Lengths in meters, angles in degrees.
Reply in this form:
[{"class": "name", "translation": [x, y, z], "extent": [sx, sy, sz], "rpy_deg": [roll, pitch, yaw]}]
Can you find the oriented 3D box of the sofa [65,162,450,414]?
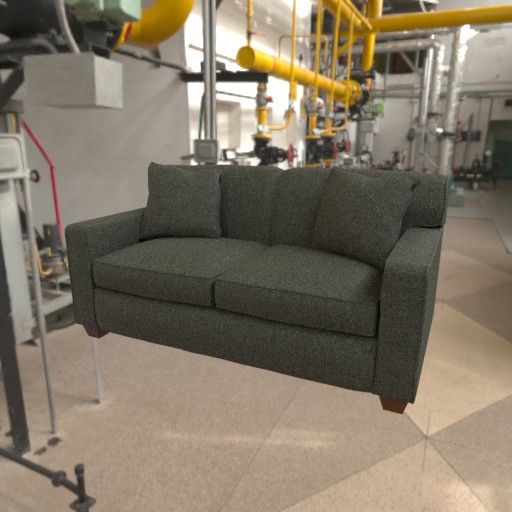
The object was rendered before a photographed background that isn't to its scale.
[{"class": "sofa", "translation": [0.000, 0.000, 2.427], "extent": [1.846, 0.958, 0.998], "rpy_deg": [7, 17, 24]}]
